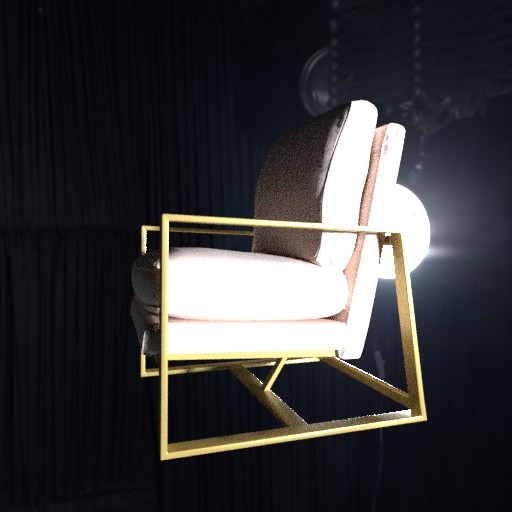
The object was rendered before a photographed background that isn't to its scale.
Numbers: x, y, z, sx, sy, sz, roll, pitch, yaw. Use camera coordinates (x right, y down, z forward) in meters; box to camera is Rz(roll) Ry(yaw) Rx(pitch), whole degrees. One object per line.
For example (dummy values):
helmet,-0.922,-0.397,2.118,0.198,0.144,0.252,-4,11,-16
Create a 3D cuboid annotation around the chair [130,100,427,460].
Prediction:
chair,0.000,0.000,1.523,0.813,0.956,0.758,0,2,-18
